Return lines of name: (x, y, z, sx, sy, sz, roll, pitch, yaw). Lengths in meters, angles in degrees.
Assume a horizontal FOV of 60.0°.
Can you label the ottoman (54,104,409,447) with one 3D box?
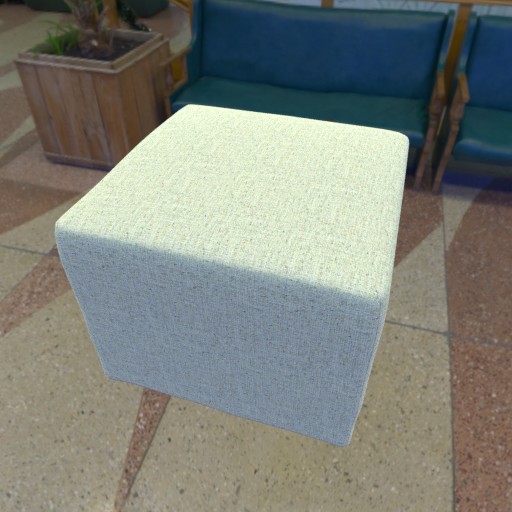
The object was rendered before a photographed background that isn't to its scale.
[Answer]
ottoman: (0.000, 0.000, 0.921, 0.521, 0.453, 0.512, 12, 42, 13)
